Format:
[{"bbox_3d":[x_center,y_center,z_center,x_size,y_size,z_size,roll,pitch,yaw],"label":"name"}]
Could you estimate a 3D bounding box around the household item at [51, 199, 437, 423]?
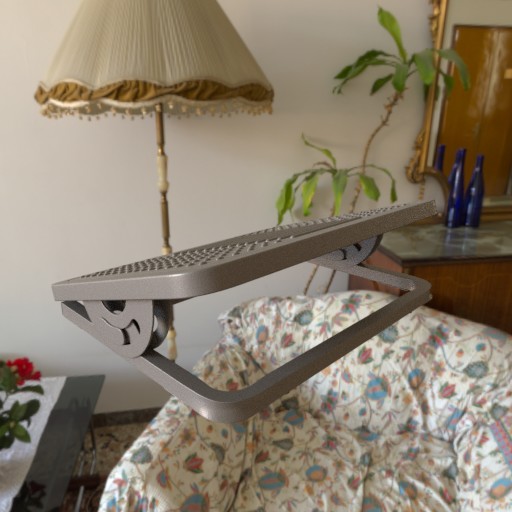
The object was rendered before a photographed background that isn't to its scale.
[{"bbox_3d":[0.000,0.000,0.530,0.301,0.126,0.390,17,24,42],"label":"household item"}]
